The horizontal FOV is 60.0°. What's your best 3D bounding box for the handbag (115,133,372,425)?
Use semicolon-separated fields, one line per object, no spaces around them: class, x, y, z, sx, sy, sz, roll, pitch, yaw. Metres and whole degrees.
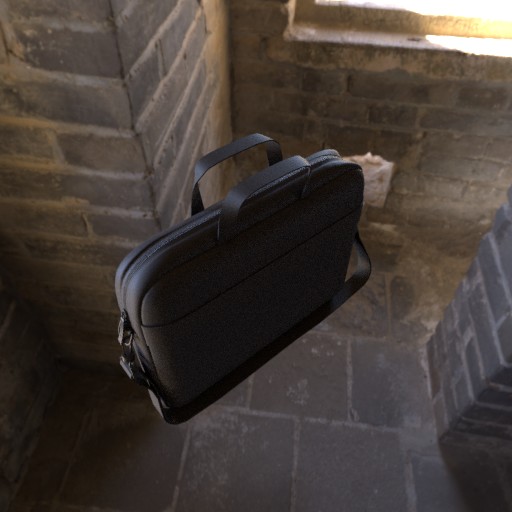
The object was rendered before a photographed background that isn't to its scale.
handbag;0.000;0.000;0.600;0.429;0.330;0.126;-31;54;-26
